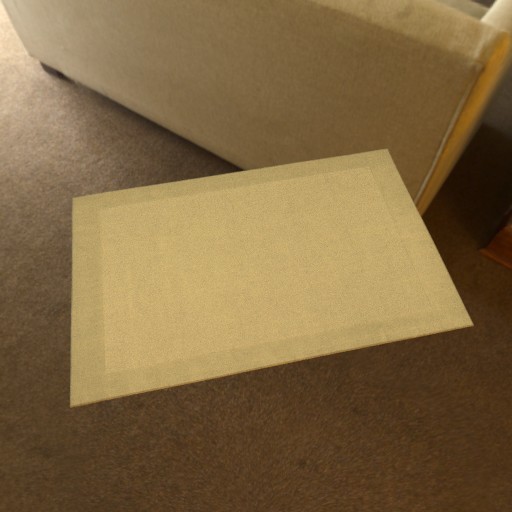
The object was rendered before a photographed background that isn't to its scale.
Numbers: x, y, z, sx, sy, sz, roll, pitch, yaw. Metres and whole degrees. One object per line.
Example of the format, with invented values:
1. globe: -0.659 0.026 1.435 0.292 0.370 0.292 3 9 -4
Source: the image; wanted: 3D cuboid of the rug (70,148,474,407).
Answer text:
1. rug: 0.000 0.000 2.995 2.438 0.014 1.524 -10 59 -6
